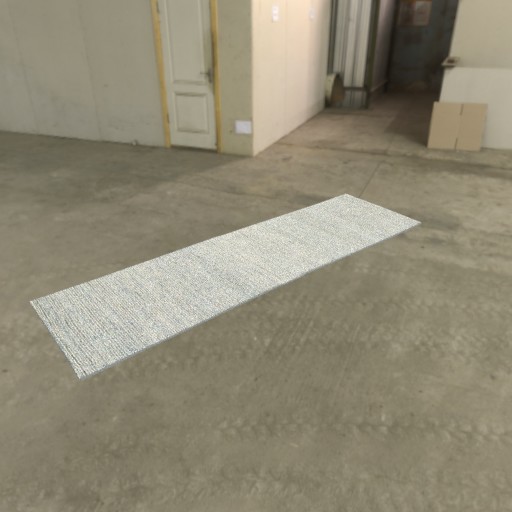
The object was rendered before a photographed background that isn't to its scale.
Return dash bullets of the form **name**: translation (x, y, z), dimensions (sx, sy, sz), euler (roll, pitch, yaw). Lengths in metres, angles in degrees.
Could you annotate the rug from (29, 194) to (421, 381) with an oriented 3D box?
- **rug**: translation (0.000, 0.000, 2.602), dimensions (2.341, 0.037, 0.675), euler (-21, 36, -33)
